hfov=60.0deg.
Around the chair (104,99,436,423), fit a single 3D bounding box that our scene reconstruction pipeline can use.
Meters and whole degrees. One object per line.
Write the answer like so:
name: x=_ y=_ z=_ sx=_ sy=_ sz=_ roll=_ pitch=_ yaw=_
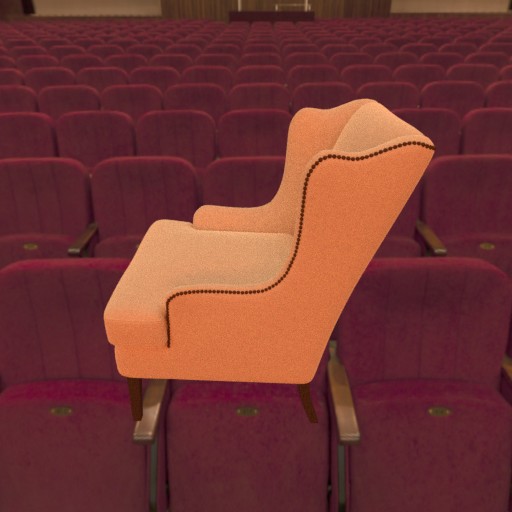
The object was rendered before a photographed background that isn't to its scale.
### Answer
chair: x=0.000 y=0.000 z=1.633 sx=0.940 sy=1.029 sz=0.737 roll=0 pitch=28 yaw=1
